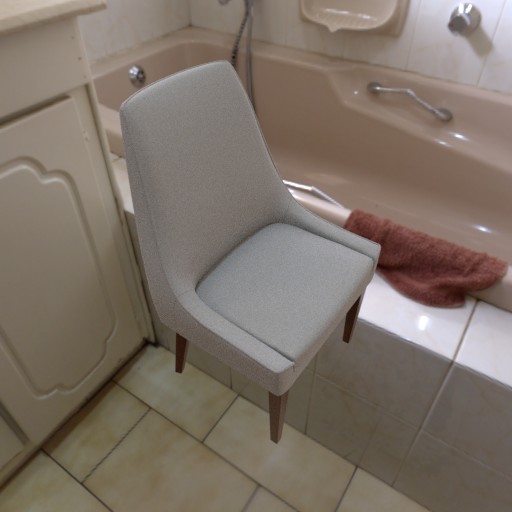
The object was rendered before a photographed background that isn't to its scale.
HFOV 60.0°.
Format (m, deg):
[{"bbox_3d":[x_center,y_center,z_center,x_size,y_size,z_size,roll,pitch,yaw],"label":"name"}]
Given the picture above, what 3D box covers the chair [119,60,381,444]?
[{"bbox_3d":[0.000,0.000,1.210,0.544,0.861,0.529,26,48,26],"label":"chair"}]
